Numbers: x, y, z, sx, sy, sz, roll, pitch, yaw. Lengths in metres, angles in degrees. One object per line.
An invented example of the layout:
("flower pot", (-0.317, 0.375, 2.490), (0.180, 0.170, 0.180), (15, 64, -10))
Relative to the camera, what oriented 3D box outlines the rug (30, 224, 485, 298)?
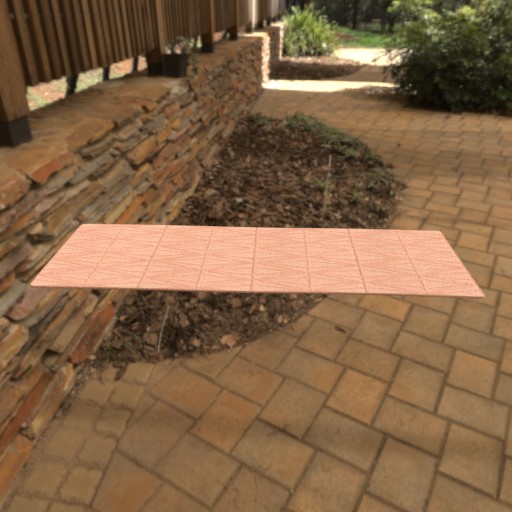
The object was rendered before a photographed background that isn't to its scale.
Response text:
("rug", (0.000, 0.000, 2.677), (2.435, 0.015, 0.760), (1, 30, 2))
